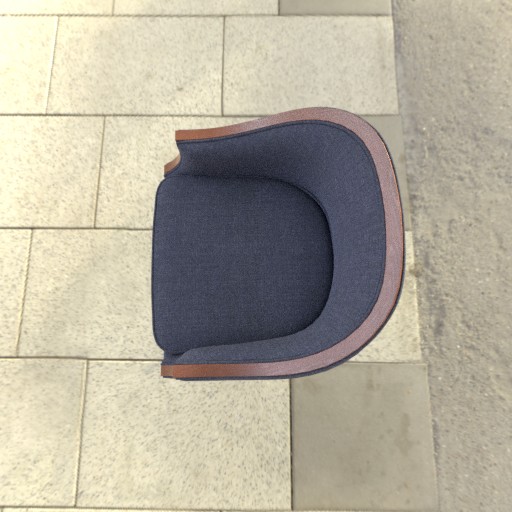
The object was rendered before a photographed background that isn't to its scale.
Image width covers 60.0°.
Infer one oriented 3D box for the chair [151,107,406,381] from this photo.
[{"bbox_3d":[0.000,0.000,1.505,0.735,0.876,0.803,-2,77,0],"label":"chair"}]
